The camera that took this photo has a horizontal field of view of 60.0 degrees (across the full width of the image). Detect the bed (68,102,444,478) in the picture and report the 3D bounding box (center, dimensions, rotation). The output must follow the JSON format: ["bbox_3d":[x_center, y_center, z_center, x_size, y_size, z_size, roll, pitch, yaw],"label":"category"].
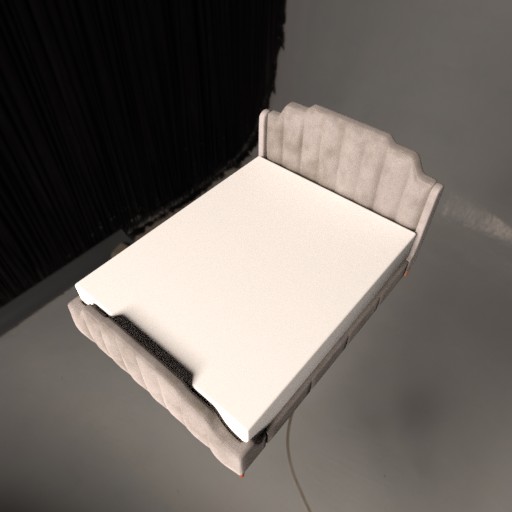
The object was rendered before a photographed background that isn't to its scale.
[{"bbox_3d":[0.000,0.000,3.301,1.676,1.245,2.340,32,55,26],"label":"bed"}]
